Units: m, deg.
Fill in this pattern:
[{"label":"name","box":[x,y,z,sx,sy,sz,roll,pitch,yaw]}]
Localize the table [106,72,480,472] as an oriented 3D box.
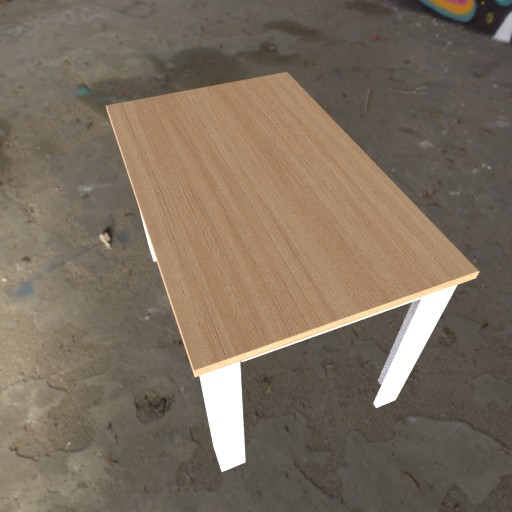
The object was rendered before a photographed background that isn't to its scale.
[{"label":"table","box":[0.000,0.000,1.573,0.700,0.734,1.100,-16,50,-14]}]
